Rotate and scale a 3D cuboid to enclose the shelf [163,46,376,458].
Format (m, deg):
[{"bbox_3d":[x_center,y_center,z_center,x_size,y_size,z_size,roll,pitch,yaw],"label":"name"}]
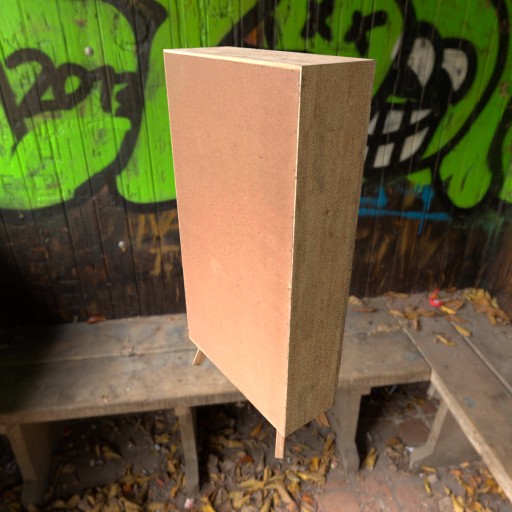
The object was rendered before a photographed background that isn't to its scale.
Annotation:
[{"bbox_3d":[0.000,0.000,1.768,0.308,1.471,0.748,-20,34,-32],"label":"shelf"}]
